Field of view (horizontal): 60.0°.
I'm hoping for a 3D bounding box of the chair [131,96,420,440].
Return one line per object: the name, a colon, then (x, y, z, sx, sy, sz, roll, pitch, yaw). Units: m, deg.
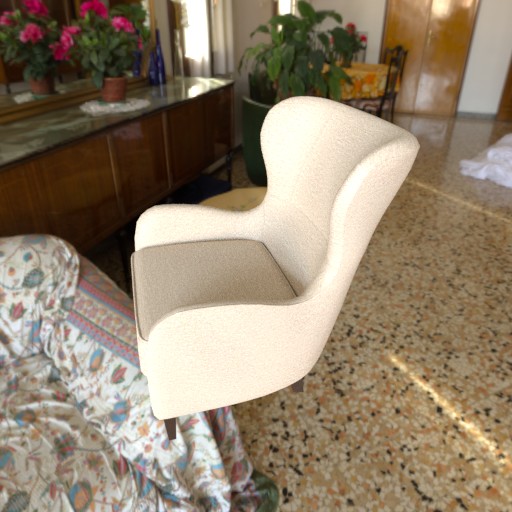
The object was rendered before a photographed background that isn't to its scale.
chair: (0.000, 0.000, 1.762, 0.984, 1.064, 0.861, -8, 30, -14)
